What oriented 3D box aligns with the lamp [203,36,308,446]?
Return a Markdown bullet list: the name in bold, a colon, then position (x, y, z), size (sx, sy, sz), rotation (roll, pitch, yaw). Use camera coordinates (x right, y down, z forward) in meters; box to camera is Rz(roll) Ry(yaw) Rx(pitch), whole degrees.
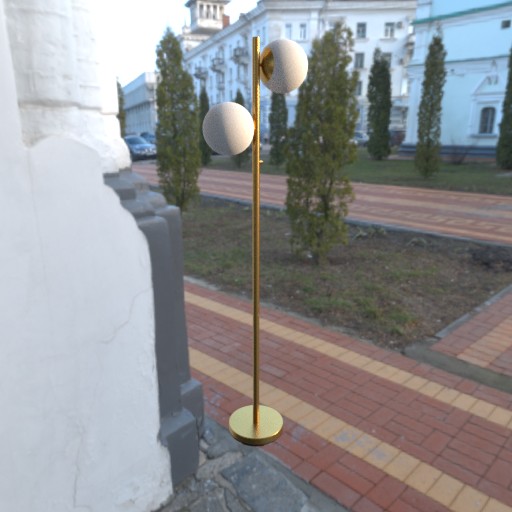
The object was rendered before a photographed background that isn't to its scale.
- **lamp**: position (0.000, 0.000, 1.814), size (0.419, 1.641, 0.249), rotation (-8, 17, -28)
